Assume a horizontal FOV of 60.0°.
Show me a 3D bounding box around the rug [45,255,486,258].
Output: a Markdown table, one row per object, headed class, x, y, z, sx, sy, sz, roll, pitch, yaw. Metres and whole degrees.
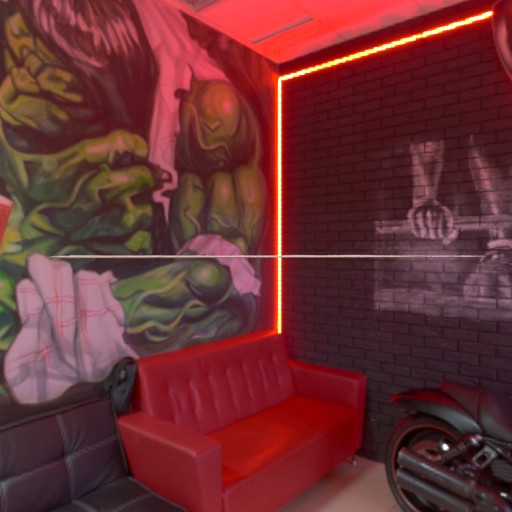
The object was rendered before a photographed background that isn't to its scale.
| class | x | y | z | sx | sy | sz | roll | pitch | yaw |
| --- | --- | --- | --- | --- | --- | --- | --- | --- | --- |
| rug | 0.000 | 0.000 | 3.042 | 2.440 | 0.012 | 1.522 | 0 | 0 | -18 |
